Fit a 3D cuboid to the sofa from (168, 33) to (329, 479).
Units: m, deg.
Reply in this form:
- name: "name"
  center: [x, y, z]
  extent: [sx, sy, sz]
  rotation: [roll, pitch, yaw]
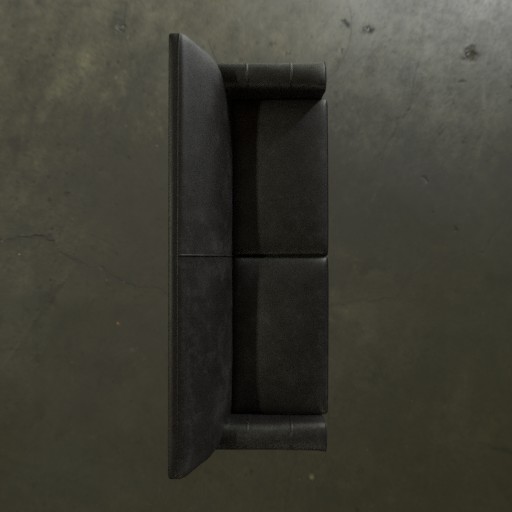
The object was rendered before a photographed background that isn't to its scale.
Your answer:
- name: "sofa"
  center: [0.000, 0.000, 2.472]
  extent: [0.805, 0.947, 2.053]
  rotation: [0, 90, -1]
